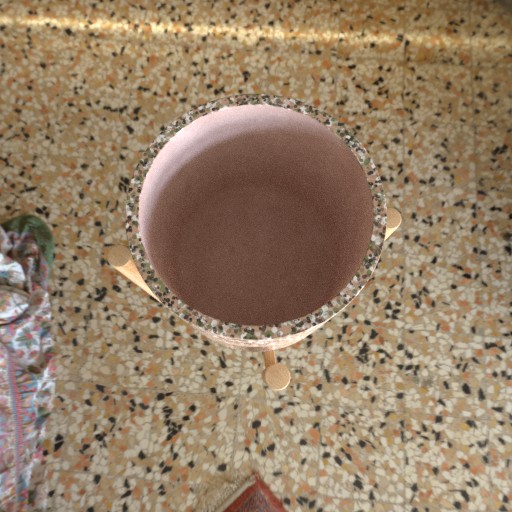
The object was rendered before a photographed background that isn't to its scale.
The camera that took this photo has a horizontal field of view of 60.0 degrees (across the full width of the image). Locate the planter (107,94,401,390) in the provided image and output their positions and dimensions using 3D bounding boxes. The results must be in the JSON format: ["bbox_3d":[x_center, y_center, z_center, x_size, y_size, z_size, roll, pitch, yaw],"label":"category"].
[{"bbox_3d":[0.000,0.000,0.531,0.284,0.320,0.284,14,75,4],"label":"planter"}]
